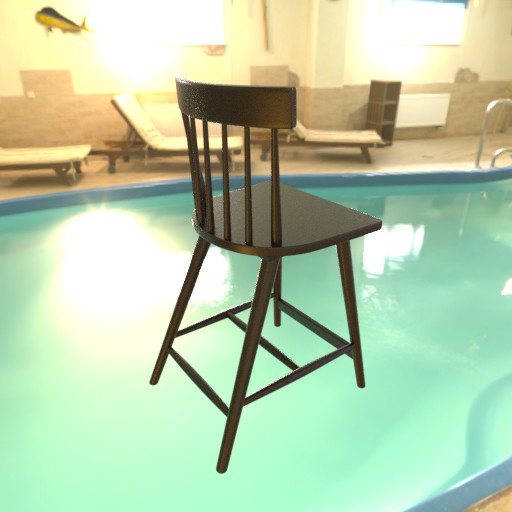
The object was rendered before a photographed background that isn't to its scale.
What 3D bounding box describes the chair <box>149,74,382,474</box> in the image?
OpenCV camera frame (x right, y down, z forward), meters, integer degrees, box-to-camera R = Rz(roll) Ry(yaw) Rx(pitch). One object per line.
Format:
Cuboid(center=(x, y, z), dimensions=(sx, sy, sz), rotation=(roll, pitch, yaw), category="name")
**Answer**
Cuboid(center=(0.000, 0.000, 1.272), dimensions=(0.572, 0.952, 0.483), rotation=(-18, 31, -33), category="chair")
